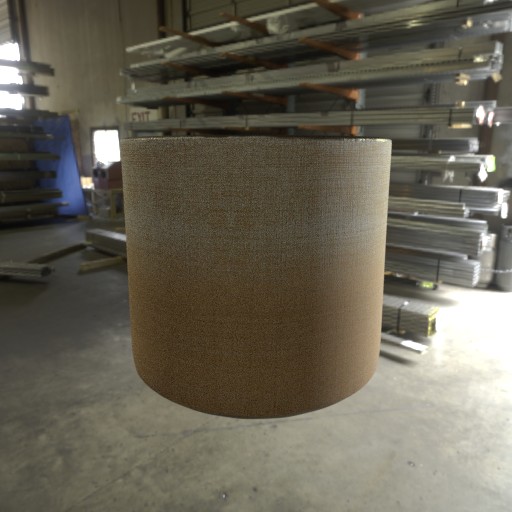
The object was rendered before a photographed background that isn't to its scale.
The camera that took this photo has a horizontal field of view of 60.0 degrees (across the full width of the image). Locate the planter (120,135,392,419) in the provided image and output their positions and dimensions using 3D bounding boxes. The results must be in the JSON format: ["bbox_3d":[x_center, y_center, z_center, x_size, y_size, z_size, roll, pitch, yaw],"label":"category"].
[{"bbox_3d":[0.000,0.000,0.392,0.221,0.201,0.221,0,14,0],"label":"planter"}]
